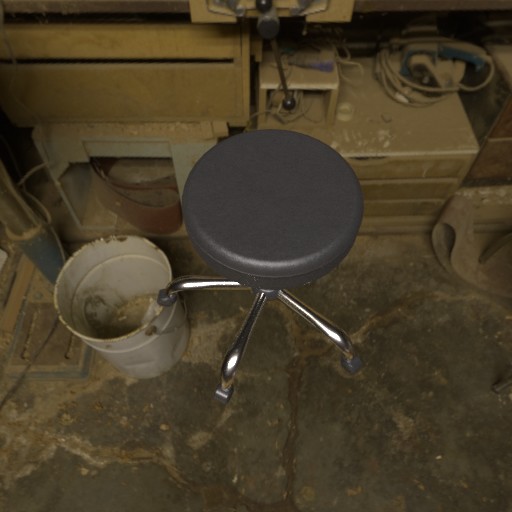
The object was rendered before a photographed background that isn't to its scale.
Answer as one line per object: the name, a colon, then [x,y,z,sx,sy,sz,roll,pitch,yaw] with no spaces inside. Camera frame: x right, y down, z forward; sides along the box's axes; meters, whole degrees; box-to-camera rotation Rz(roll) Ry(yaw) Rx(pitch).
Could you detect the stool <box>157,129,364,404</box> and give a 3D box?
stool: [0.000,0.000,1.212,0.638,0.576,0.673,0,59,0]
